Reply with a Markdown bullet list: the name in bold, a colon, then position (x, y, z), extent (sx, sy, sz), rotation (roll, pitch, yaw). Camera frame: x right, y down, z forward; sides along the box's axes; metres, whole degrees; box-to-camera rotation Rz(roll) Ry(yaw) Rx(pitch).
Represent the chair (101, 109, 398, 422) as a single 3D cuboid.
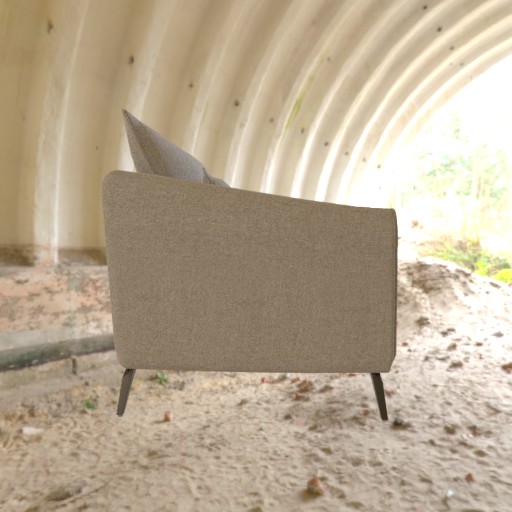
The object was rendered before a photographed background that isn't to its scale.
- **chair**: position (0.000, 0.000, 1.628), extent (0.801, 0.856, 1.029), rotation (0, 0, 3)
